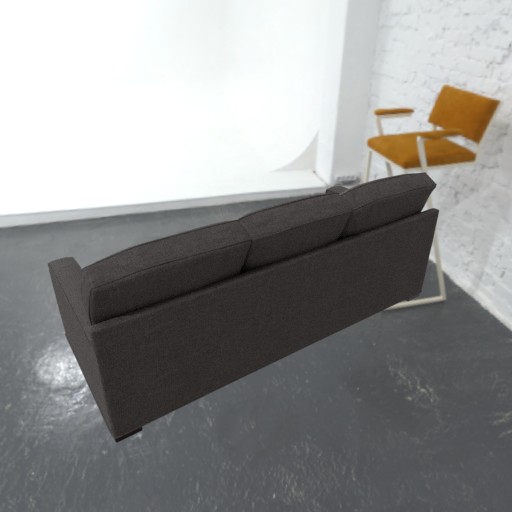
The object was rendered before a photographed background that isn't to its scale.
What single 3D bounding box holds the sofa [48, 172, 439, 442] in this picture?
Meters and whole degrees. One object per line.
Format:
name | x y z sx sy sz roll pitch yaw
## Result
sofa | 0.000 0.000 2.911 2.369 0.978 1.004 -18 34 -29
